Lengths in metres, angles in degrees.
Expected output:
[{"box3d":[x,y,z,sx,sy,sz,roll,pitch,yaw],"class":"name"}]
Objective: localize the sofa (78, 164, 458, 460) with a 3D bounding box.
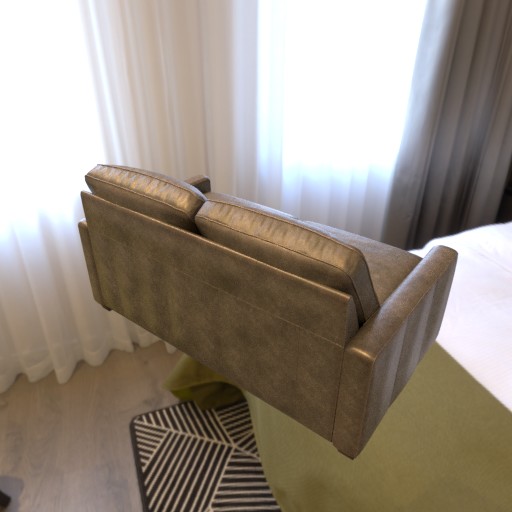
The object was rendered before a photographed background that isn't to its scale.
[{"box3d":[0.000,0.000,2.278,1.732,0.916,0.939,21,36,32],"class":"sofa"}]
